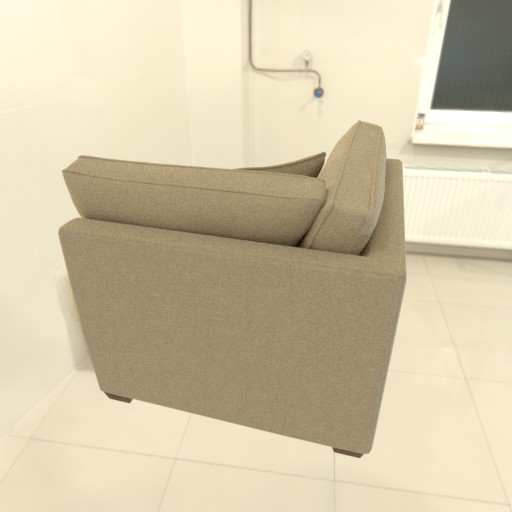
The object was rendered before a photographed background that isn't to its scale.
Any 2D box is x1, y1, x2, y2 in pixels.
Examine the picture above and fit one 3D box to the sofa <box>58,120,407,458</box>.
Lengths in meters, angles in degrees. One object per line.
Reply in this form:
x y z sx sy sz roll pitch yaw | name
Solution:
0.000 0.000 1.932 1.146 1.002 1.084 8 31 13 | sofa
